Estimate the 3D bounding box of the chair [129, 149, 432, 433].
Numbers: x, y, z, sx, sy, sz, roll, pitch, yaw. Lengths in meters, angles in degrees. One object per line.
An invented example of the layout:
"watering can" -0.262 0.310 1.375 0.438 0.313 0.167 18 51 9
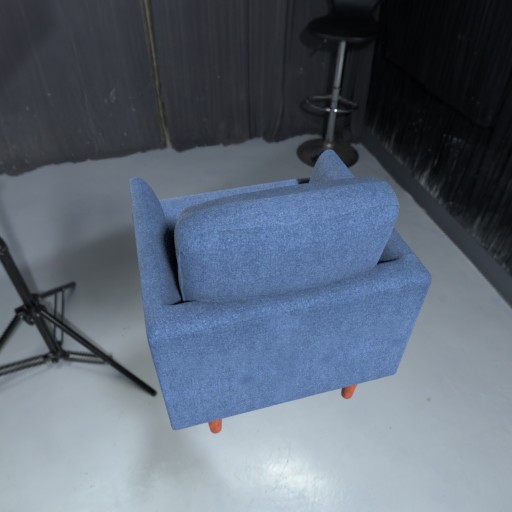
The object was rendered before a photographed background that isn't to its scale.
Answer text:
"chair" 0.000 0.000 1.645 0.858 0.957 0.899 -11 44 -11
